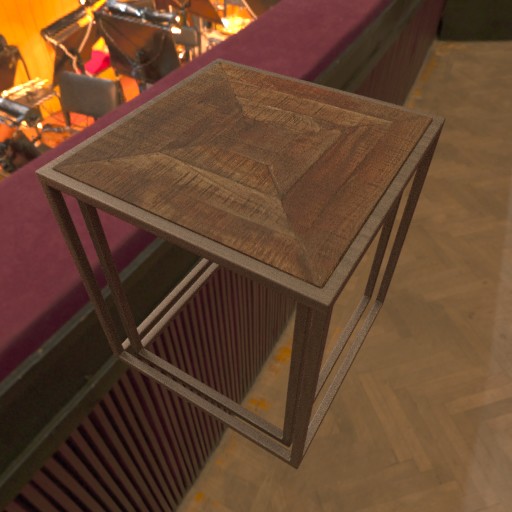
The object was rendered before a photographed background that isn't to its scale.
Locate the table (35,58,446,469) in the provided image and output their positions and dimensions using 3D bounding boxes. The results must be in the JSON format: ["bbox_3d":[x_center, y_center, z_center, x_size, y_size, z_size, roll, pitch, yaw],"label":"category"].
[{"bbox_3d":[0.000,0.000,0.846,0.450,0.500,0.449,24,51,21],"label":"table"}]
